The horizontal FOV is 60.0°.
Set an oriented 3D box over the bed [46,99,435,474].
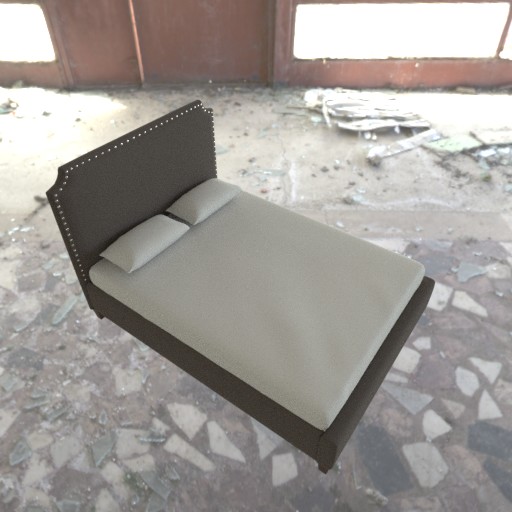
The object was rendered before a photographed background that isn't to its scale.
[{"bbox_3d":[0.000,0.000,3.403,2.372,1.443,1.713,26,48,26],"label":"bed"}]
